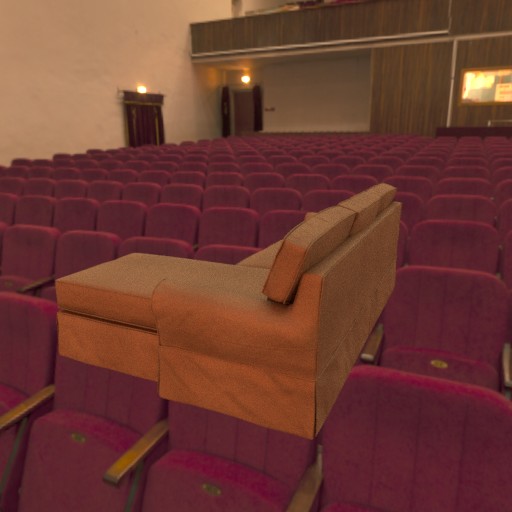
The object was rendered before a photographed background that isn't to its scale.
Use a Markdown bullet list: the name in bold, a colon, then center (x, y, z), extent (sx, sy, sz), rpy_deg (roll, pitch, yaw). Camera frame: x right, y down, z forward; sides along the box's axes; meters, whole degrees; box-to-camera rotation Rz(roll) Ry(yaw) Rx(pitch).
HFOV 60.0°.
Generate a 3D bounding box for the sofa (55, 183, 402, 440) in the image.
- **sofa**: center (0.000, 0.000, 3.293), extent (1.733, 0.978, 2.475), rpy_deg (7, 17, 24)
